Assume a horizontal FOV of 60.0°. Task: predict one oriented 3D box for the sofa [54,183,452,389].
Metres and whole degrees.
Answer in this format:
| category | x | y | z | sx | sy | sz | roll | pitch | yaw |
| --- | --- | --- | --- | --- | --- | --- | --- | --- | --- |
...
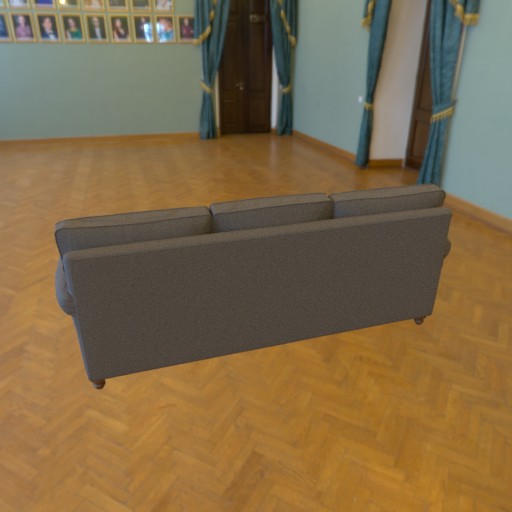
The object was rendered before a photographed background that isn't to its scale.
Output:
| category | x | y | z | sx | sy | sz | roll | pitch | yaw |
| --- | --- | --- | --- | --- | --- | --- | --- | --- | --- |
| sofa | 0.000 | 0.000 | 2.868 | 2.353 | 0.948 | 0.966 | -8 | 26 | -16 |
